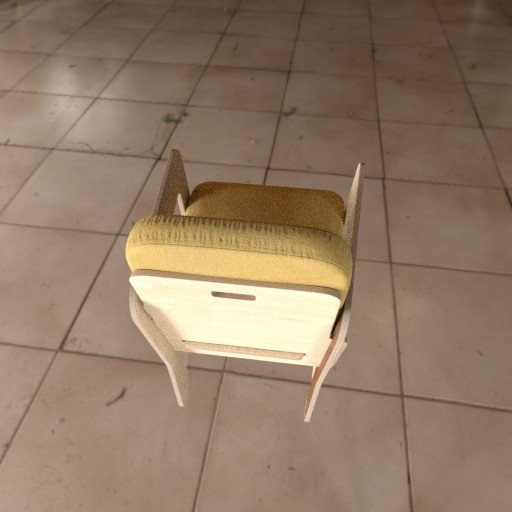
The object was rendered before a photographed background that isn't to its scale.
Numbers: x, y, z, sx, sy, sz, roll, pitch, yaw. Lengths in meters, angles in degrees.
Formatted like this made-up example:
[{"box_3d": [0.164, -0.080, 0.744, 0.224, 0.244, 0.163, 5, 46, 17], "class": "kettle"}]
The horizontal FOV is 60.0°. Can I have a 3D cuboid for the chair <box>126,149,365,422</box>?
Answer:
[{"box_3d": [0.000, 0.000, 1.295, 0.590, 0.800, 0.710, 5, 47, 5], "class": "chair"}]
